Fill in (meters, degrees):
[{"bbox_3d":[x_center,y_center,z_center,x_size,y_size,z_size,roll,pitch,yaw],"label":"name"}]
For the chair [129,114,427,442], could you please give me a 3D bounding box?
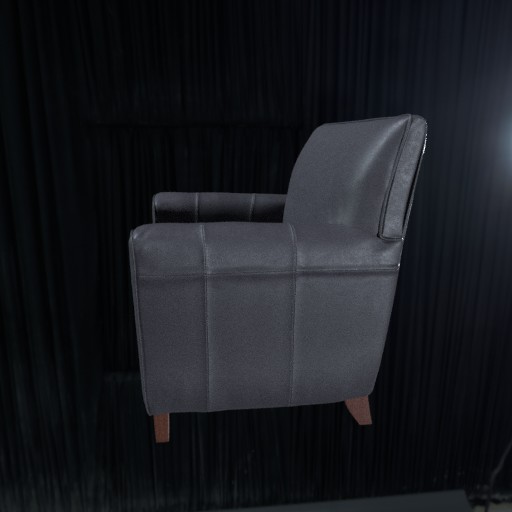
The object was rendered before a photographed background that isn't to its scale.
[{"bbox_3d":[0.000,0.000,1.599,0.825,0.943,0.870,-2,15,-8],"label":"chair"}]
